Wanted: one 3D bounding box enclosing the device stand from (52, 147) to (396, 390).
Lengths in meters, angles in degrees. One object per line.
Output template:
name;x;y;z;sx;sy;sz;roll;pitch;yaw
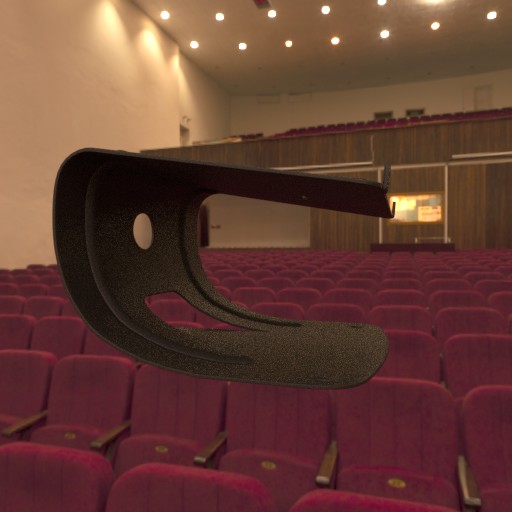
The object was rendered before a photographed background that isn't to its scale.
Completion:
device stand;0.000;0.000;0.398;0.236;0.155;0.256;0;1;18
